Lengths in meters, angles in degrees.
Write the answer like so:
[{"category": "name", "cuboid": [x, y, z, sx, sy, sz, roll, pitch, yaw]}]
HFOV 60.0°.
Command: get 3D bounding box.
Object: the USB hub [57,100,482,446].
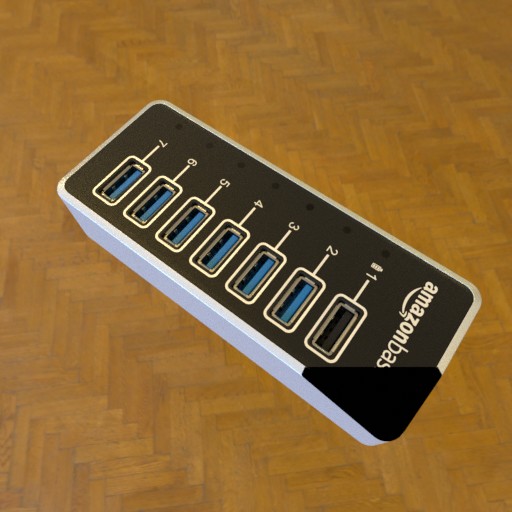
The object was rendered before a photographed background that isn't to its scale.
[{"category": "USB hub", "cuboid": [0.000, 0.000, 0.125, 0.110, 0.023, 0.044, 34, 68, 16]}]
